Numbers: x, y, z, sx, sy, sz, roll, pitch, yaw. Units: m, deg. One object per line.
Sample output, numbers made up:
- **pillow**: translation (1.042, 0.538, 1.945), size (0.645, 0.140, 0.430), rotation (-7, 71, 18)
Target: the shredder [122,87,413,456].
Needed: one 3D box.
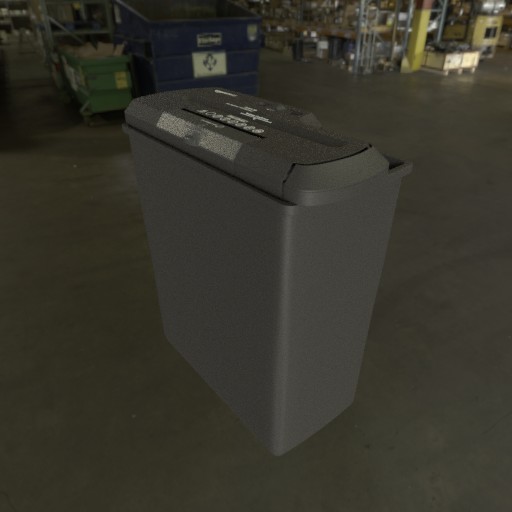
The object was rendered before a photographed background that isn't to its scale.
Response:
- **shredder**: translation (0.000, 0.000, 0.517), size (0.170, 0.335, 0.320), rotation (-22, 38, -32)
